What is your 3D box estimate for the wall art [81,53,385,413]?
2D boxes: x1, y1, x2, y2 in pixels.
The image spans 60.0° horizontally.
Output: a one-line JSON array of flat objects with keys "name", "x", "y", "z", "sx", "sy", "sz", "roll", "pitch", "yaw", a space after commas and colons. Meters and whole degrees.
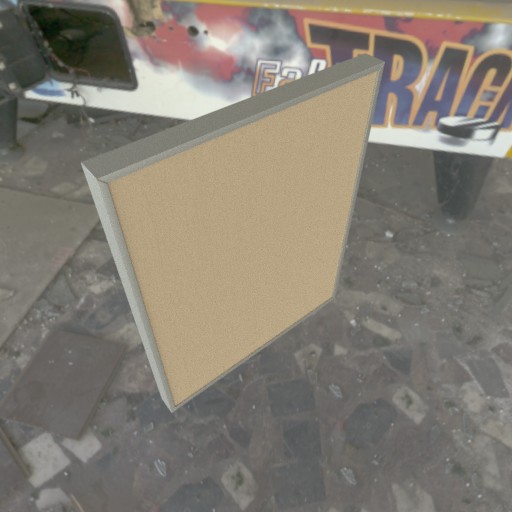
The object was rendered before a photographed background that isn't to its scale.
[{"name": "wall art", "x": 0.000, "y": 0.000, "z": 0.755, "sx": 0.445, "sy": 0.553, "sz": 0.039, "roll": -30, "pitch": 54, "yaw": -25}]
